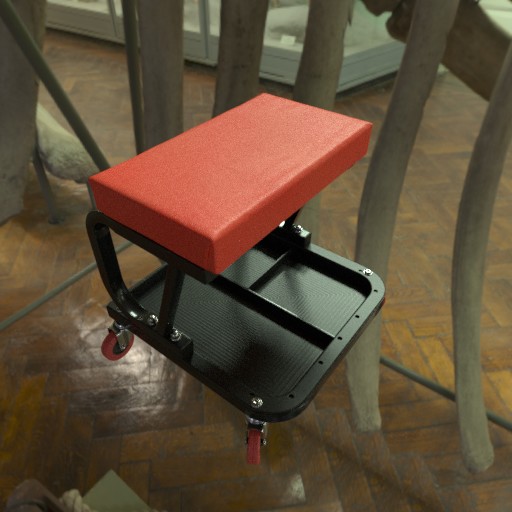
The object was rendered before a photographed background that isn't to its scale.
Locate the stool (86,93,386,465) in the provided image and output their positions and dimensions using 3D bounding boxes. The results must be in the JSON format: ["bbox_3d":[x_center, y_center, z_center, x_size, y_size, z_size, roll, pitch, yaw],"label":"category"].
[{"bbox_3d":[0.000,0.000,0.727,0.371,0.380,0.446,27,47,28],"label":"stool"}]
